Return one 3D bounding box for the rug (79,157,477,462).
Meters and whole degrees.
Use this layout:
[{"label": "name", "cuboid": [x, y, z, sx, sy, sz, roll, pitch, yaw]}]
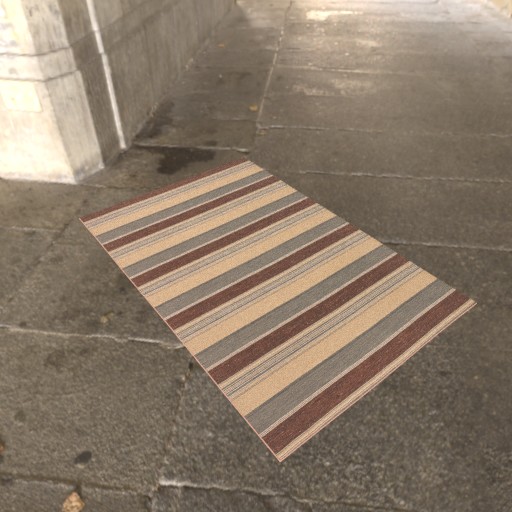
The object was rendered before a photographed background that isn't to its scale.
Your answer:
[{"label": "rug", "cuboid": [0.000, 0.000, 2.353, 1.219, 0.008, 1.829, -27, 47, -28]}]
